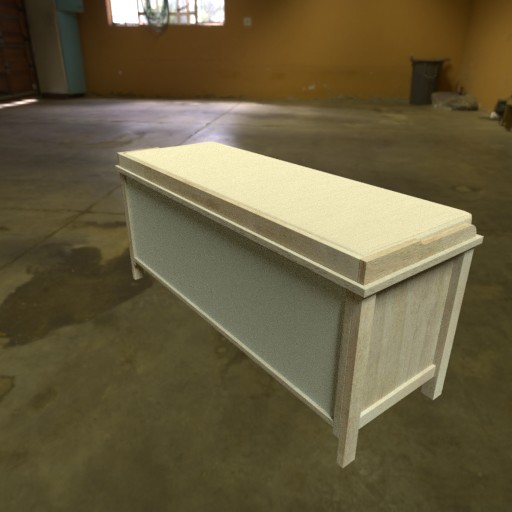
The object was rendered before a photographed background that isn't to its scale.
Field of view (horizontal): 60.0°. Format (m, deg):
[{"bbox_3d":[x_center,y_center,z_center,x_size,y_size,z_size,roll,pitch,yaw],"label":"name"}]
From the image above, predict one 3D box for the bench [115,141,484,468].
[{"bbox_3d":[0.000,0.000,1.368,0.398,0.501,1.140,-18,30,-33],"label":"bench"}]
